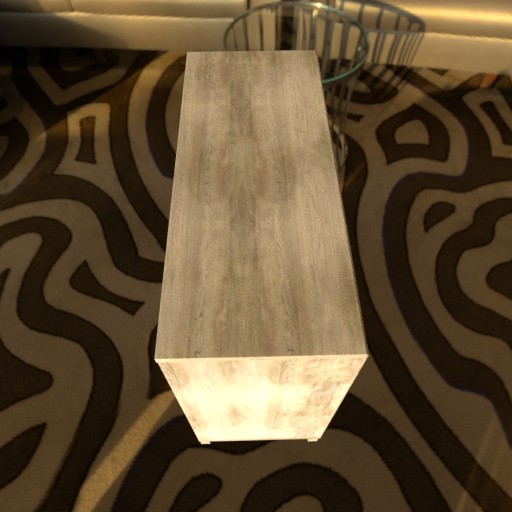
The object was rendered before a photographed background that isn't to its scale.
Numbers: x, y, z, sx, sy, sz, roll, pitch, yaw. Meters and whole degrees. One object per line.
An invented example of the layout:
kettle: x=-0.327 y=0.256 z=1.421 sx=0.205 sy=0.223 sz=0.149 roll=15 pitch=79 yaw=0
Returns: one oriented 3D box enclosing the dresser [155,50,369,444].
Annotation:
dresser: x=0.000 y=0.000 z=1.448 sx=0.404 sy=0.816 sz=0.994 roll=-1 pitch=57 yaw=-1
